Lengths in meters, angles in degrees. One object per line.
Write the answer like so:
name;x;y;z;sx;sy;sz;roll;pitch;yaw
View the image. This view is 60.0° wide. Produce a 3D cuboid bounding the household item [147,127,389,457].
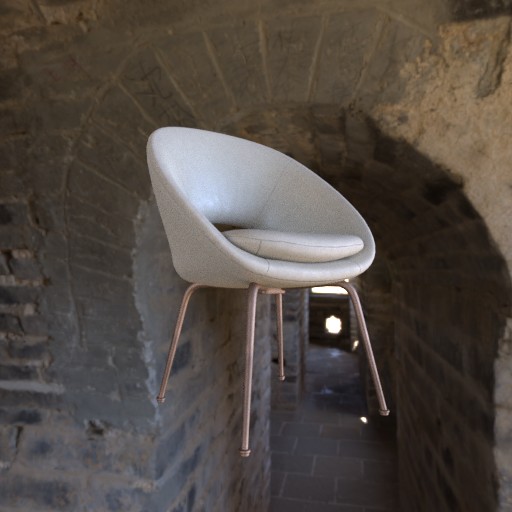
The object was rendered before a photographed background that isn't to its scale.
household item;0.000;0.000;1.282;0.623;0.852;0.573;1;-2;-35
